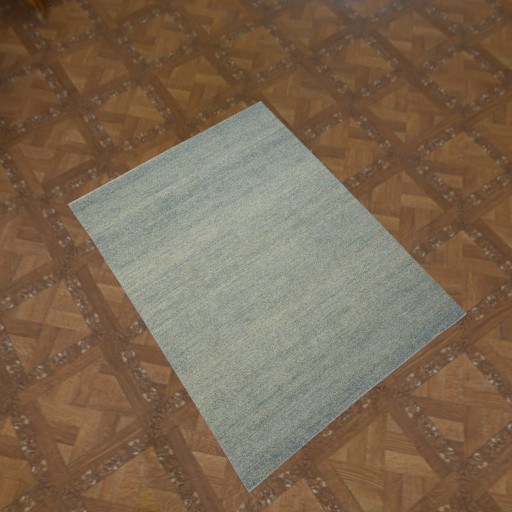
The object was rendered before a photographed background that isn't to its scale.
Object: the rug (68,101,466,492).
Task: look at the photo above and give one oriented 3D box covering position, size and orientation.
[{"bbox_3d":[0.000,0.000,4.311,2.461,0.046,3.237,-33,68,-15],"label":"rug"}]
